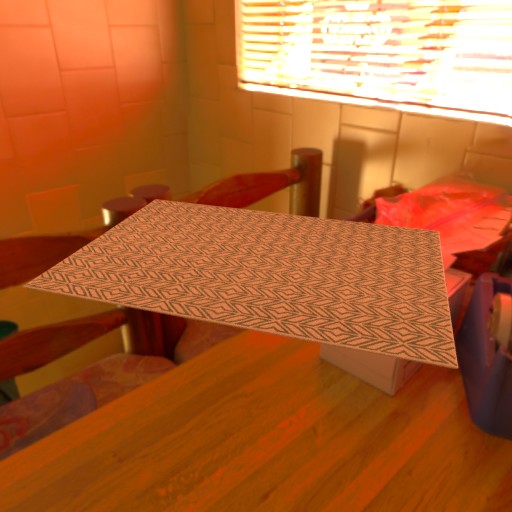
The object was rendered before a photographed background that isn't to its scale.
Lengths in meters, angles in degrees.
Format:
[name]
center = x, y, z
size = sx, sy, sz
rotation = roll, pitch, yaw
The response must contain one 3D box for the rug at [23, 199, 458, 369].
[rug]
center = 0.000, 0.000, 2.277
size = 1.828, 0.007, 1.220
rotation = 8, 28, 15
